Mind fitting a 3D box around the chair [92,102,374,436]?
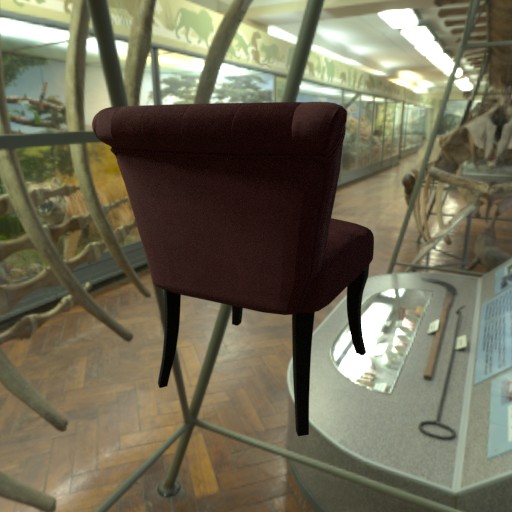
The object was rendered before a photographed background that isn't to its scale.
[{"bbox_3d":[0.000,0.000,1.182,0.582,0.750,0.605,9,19,27],"label":"chair"}]
